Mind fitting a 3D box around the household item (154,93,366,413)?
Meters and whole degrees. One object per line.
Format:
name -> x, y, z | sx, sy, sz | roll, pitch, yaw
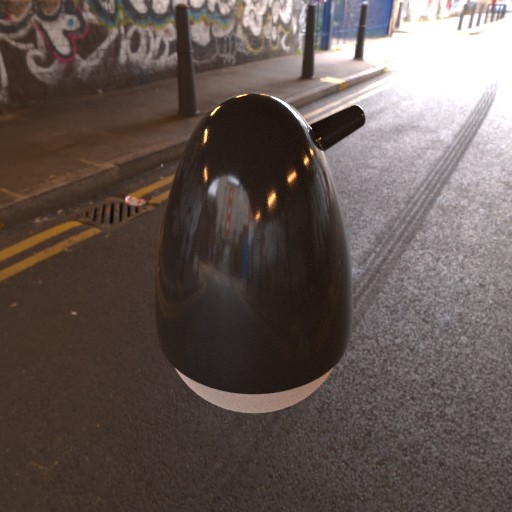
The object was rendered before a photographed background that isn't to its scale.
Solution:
household item -> 0.000, 0.000, 0.217 | 0.104, 0.152, 0.102 | -10, 32, -17
